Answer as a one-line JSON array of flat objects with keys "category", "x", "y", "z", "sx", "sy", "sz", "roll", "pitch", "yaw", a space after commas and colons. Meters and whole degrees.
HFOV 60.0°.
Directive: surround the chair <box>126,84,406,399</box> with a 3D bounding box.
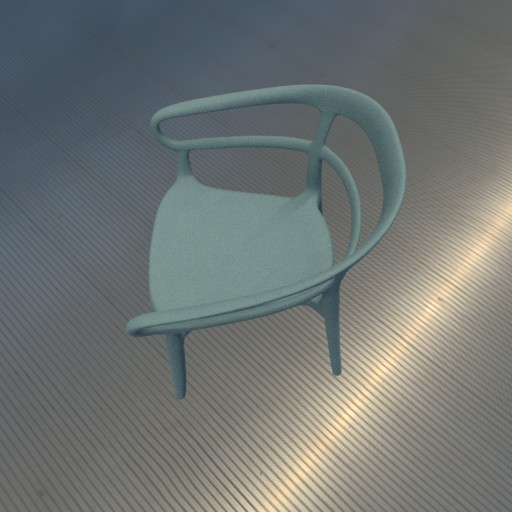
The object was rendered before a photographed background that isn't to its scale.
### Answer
[{"category": "chair", "x": 0.000, "y": 0.000, "z": 1.124, "sx": 0.527, "sy": 0.761, "sz": 0.559, "roll": -2, "pitch": 59, "yaw": -1}]
